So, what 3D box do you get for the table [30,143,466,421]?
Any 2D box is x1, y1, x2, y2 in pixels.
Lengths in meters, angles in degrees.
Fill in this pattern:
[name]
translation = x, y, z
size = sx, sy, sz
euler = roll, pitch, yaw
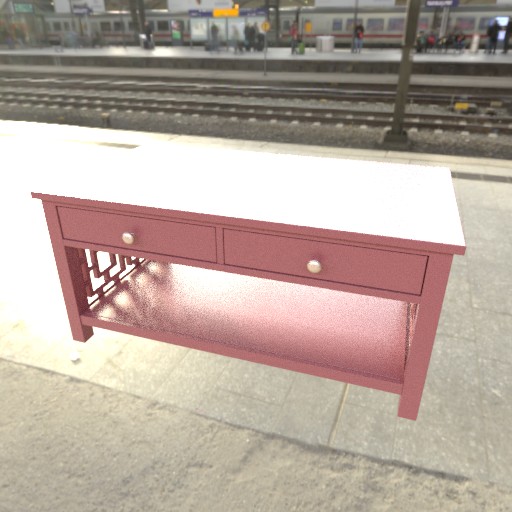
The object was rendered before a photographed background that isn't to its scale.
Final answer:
[table]
translation = 0.000, 0.000, 1.382
size = 1.068, 0.493, 0.612
euler = 9, 28, 16
